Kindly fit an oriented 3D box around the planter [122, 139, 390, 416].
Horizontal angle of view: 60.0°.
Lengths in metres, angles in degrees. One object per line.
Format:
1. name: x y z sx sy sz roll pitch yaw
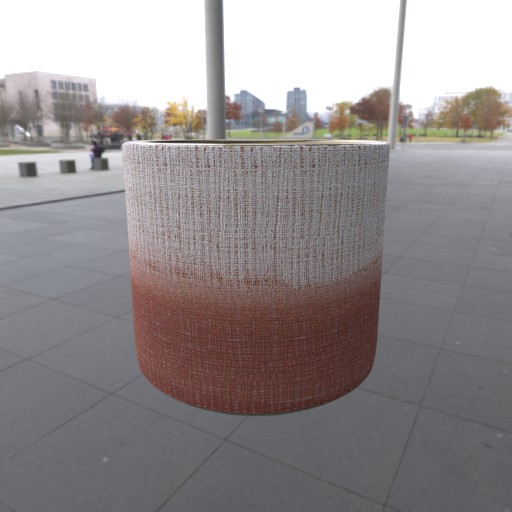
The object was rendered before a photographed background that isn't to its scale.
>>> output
1. planter: 0.000 0.000 0.399 0.221 0.201 0.221 0 16 0
